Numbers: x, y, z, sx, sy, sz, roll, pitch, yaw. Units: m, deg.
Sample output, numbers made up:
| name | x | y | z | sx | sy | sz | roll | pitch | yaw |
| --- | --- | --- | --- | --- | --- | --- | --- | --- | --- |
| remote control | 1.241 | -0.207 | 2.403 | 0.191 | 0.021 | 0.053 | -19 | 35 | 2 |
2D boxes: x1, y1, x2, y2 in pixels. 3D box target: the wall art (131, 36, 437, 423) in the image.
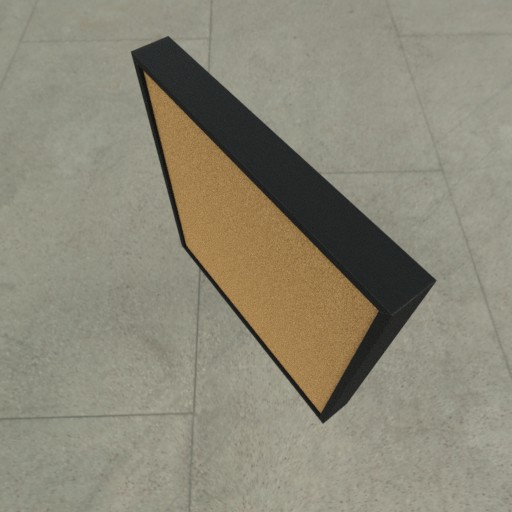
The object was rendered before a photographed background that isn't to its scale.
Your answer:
| name | x | y | z | sx | sy | sz | roll | pitch | yaw |
| --- | --- | --- | --- | --- | --- | --- | --- | --- | --- |
| wall art | 0.000 | 0.000 | 0.449 | 0.037 | 0.305 | 0.305 | -33 | 64 | -18 |
